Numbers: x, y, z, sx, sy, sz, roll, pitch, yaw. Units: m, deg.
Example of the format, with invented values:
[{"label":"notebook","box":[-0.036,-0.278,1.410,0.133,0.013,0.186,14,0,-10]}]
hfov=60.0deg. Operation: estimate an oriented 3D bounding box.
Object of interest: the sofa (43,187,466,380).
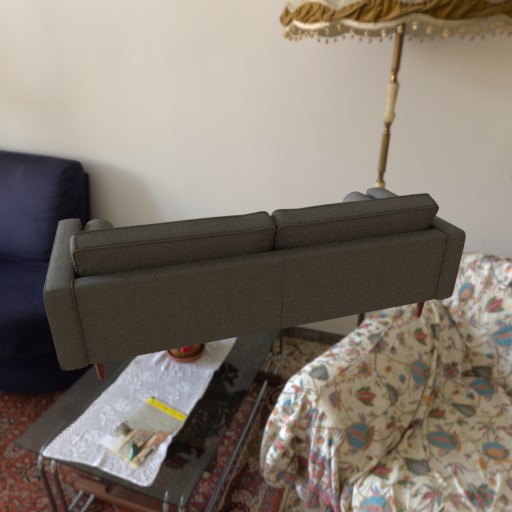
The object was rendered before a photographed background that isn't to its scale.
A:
[{"label":"sofa","box":[0.000,0.000,2.641,2.198,0.762,0.914,-8,27,-16]}]
